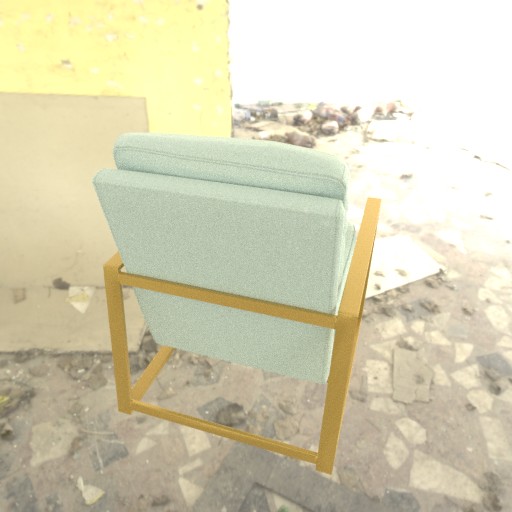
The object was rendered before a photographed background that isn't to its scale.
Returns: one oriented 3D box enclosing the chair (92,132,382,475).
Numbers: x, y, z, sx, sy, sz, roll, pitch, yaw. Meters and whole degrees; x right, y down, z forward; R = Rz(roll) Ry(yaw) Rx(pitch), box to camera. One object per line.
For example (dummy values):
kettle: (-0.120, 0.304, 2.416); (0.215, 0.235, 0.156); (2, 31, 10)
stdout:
chair: (0.000, 0.000, 1.530); (0.758, 0.956, 0.813); (10, 34, 15)
